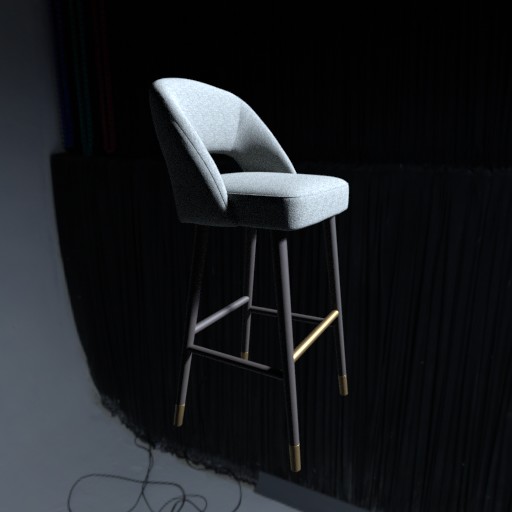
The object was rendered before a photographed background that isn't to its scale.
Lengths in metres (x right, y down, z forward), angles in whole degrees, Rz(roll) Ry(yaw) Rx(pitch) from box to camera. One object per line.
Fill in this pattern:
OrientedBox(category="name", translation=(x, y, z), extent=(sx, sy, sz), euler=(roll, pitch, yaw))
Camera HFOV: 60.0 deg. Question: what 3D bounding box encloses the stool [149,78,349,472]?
OrientedBox(category="stool", translation=(0.000, 0.000, 1.426), extent=(0.524, 1.089, 0.536), euler=(8, 17, 28))
